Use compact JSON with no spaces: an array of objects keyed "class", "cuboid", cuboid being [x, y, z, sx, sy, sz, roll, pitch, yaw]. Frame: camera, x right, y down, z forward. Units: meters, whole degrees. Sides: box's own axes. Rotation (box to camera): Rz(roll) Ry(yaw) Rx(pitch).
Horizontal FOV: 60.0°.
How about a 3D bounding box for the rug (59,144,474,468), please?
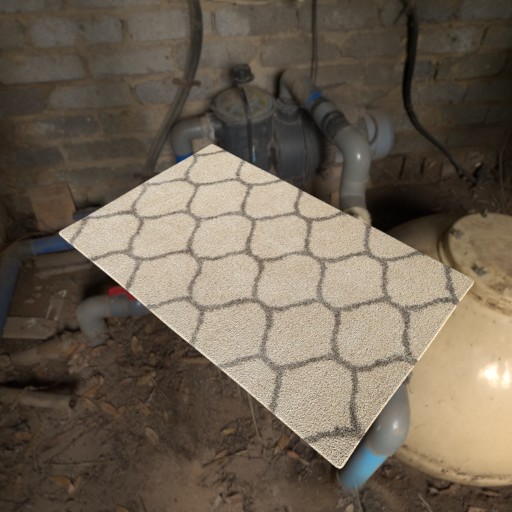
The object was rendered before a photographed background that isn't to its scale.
[{"class":"rug","cuboid":[0.000,0.000,2.931,2.348,0.024,1.501,33,55,27]}]
